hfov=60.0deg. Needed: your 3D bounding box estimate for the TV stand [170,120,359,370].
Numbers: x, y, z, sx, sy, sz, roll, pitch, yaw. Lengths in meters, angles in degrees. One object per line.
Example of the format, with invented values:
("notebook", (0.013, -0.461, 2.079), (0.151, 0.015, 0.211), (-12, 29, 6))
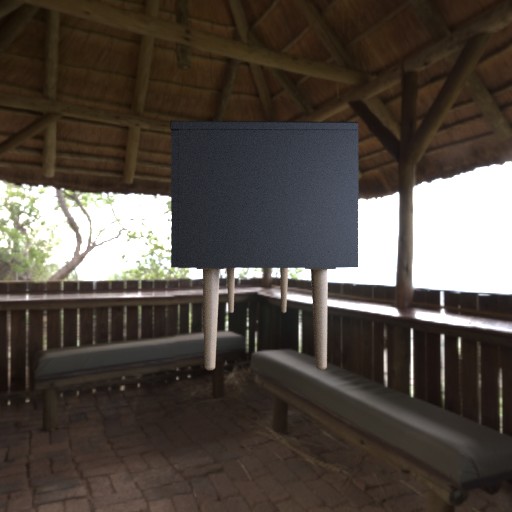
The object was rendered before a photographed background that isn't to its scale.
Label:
("TV stand", (0.000, 0.000, 1.531), (0.390, 0.518, 1.312), (0, -1, -1))
